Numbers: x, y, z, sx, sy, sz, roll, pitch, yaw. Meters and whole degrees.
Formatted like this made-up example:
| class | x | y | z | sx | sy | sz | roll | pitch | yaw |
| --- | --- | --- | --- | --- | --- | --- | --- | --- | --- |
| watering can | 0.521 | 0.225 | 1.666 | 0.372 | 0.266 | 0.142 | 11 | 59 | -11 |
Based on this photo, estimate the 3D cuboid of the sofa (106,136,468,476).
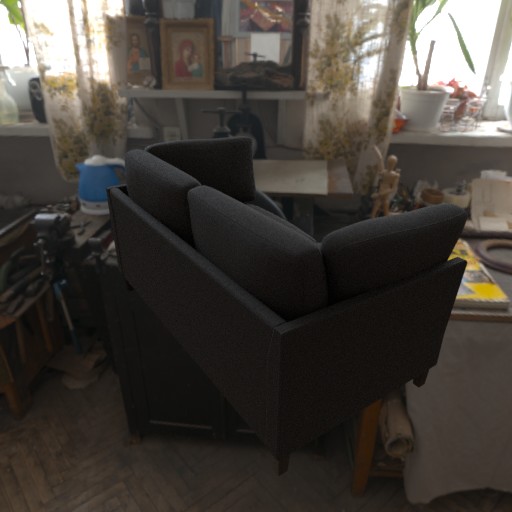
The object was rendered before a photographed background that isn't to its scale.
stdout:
| class | x | y | z | sx | sy | sz | roll | pitch | yaw |
| --- | --- | --- | --- | --- | --- | --- | --- | --- | --- |
| sofa | 0.000 | 0.000 | 2.306 | 0.969 | 0.920 | 1.751 | -17 | 32 | -30 |
